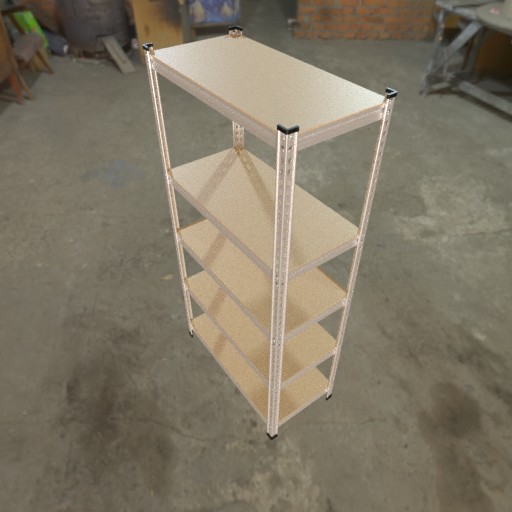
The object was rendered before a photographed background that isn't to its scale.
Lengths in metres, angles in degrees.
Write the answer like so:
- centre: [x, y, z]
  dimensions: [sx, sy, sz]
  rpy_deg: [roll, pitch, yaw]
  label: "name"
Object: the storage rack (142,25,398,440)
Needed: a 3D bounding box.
- centre: [0.000, 0.000, 2.192]
  dimensions: [0.457, 1.829, 0.914]
  rpy_deg: [-26, 48, -26]
  label: "storage rack"
